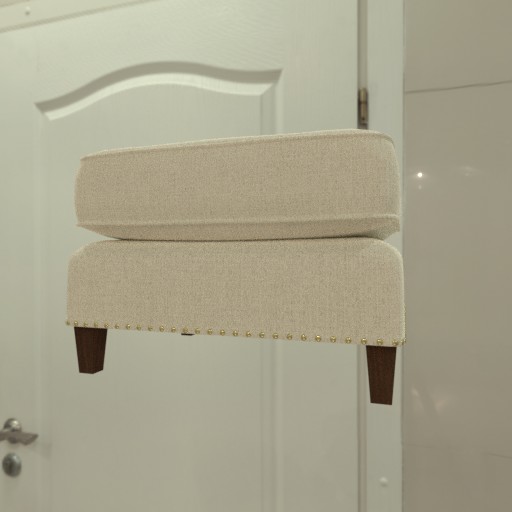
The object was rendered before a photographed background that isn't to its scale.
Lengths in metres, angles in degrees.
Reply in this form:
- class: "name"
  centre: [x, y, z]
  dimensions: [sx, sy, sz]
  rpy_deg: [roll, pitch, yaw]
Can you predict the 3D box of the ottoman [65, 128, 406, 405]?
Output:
- class: "ottoman"
  centre: [0.000, 0.000, 1.152]
  dimensions: [0.738, 0.537, 0.589]
  rpy_deg: [0, 0, 18]
